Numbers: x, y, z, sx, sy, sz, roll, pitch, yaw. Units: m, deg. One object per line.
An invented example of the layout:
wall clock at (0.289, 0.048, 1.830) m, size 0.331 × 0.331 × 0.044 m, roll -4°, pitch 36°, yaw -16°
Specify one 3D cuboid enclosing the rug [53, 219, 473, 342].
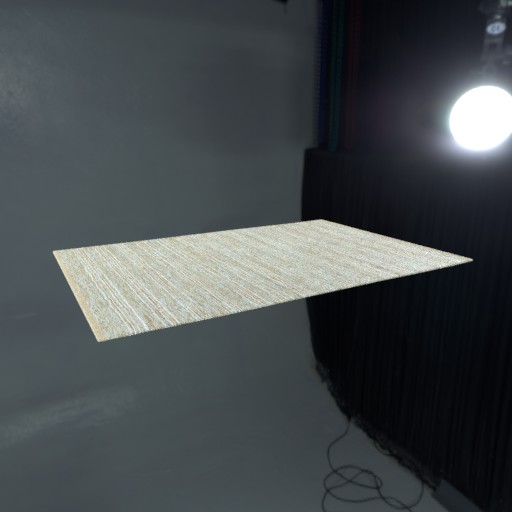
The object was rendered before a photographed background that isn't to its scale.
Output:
rug at (0.000, 0.000, 2.315) m, size 1.824 × 0.010 × 1.240 m, roll -9°, pitch 18°, yaw -29°
